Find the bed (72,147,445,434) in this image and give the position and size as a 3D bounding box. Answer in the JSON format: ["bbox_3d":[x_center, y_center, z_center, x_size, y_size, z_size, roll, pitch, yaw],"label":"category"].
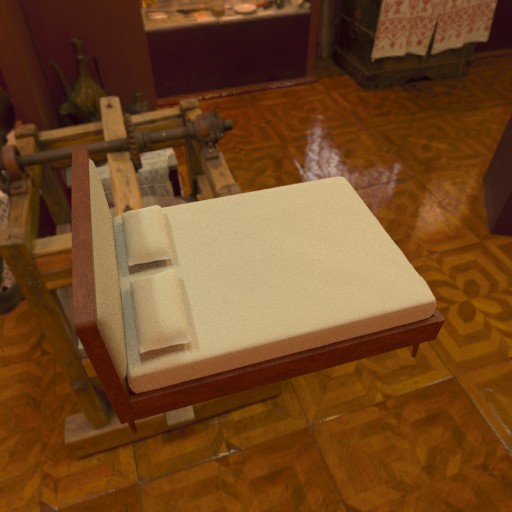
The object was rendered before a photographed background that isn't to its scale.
[{"bbox_3d":[0.000,0.000,3.199,2.196,1.275,1.587,-12,46,-12],"label":"bed"}]
